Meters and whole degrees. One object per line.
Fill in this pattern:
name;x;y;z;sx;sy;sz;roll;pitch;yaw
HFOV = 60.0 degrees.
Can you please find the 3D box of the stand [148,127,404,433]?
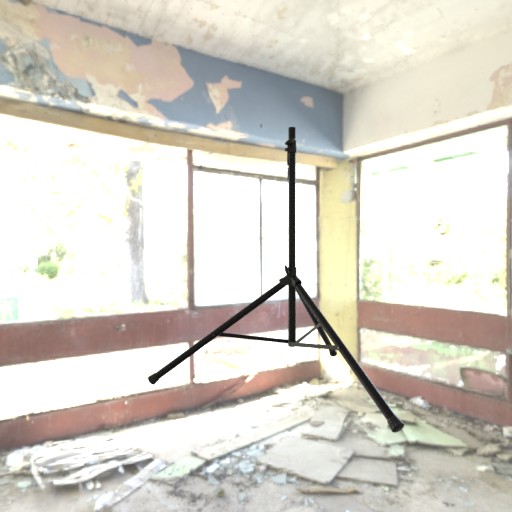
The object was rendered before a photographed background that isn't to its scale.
stand;0.000;0.000;2.766;1.339;1.595;1.596;0;0;0
